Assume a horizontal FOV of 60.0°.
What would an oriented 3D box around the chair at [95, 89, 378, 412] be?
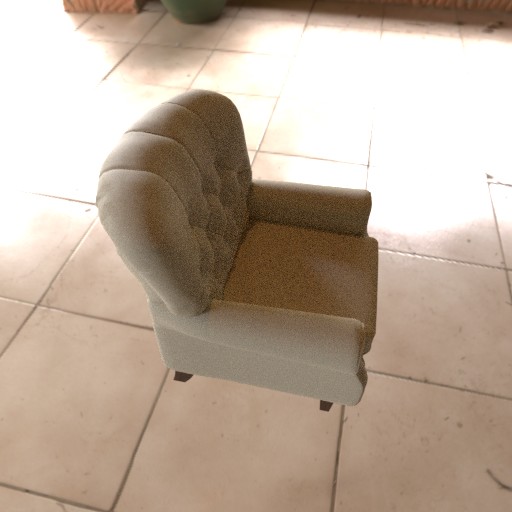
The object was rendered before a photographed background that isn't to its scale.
[{"bbox_3d":[0.000,0.000,2.022,1.132,1.169,1.035,9,48,8],"label":"chair"}]
